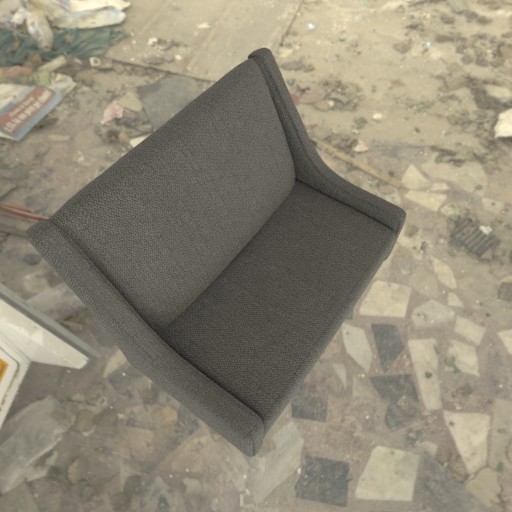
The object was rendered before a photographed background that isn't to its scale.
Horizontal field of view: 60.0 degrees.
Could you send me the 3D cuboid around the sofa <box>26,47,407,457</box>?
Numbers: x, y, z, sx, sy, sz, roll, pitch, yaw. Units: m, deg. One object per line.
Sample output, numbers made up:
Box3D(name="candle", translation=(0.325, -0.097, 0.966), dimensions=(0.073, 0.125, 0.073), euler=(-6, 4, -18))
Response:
Box3D(name="sofa", translation=(0.000, 0.000, 1.874), dimensions=(0.873, 1.022, 1.242), euler=(31, 62, 19))
